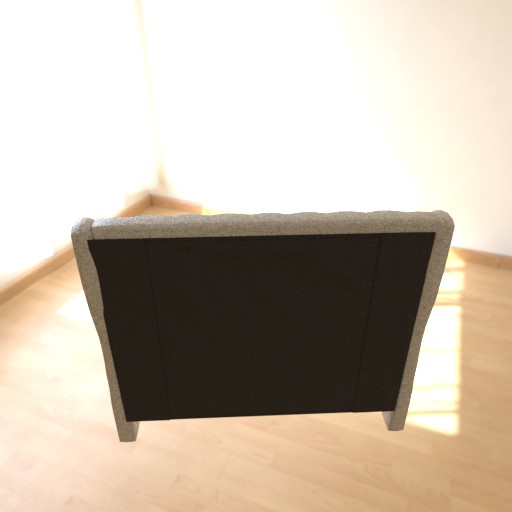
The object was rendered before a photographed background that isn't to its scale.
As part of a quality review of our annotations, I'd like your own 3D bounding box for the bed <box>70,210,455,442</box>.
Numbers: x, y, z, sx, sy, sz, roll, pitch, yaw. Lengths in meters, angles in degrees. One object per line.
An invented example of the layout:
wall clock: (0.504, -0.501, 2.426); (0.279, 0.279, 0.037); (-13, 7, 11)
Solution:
bed: (0.000, 0.000, 3.876); (2.219, 1.771, 2.347); (-1, 30, -2)
